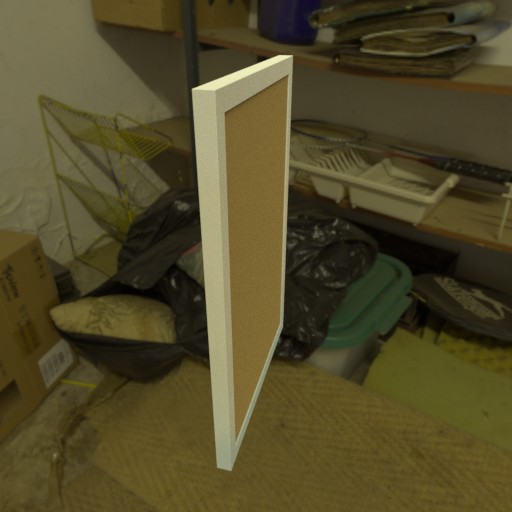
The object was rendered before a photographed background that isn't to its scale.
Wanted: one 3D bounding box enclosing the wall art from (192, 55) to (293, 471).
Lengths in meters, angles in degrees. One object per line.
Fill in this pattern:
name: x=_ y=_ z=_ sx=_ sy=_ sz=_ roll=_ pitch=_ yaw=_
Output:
wall art: x=0.000 y=0.000 z=1.164 sx=0.039 sy=0.915 sz=0.612 roll=8 pitch=30 yaw=13
